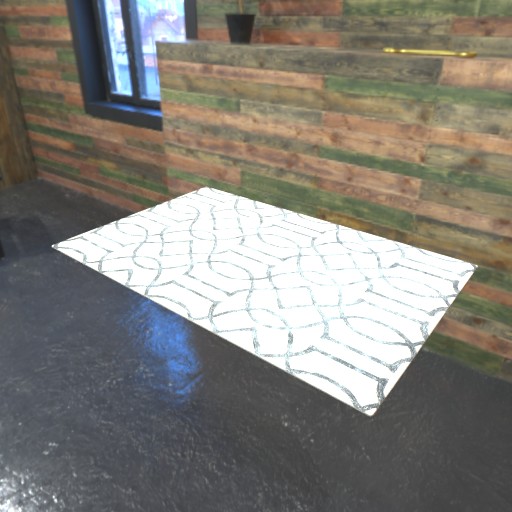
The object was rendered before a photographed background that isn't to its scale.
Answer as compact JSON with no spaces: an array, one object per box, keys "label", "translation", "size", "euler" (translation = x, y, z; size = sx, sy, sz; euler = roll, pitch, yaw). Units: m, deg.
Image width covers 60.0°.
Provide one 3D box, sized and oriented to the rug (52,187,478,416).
[{"label":"rug","translation":[0.000,0.000,2.905],"size":[2.365,0.017,1.521],"euler":[21,35,33]}]
